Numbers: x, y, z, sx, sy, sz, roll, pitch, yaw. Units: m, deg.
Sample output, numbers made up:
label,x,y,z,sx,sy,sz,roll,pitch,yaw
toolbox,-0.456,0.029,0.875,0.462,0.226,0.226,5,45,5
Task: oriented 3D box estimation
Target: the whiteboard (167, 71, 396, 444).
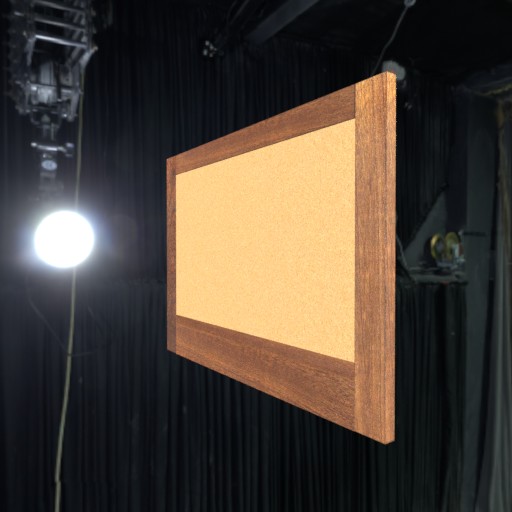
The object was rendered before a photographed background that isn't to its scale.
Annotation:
label,x,y,z,sx,sy,sz,roll,pitch,yaw
whiteboard,0.000,0.000,1.005,0.083,0.559,0.783,-1,1,-36
